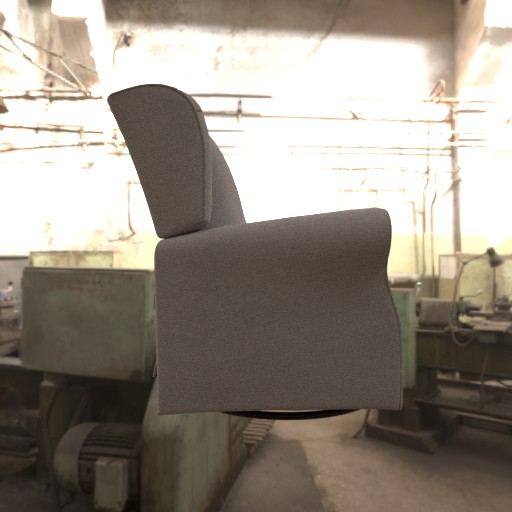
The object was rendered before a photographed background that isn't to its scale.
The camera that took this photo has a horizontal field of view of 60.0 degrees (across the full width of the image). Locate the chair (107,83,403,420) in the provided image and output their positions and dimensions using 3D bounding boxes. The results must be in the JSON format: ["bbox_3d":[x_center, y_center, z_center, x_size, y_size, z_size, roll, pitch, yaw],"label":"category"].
[{"bbox_3d":[0.000,0.000,1.618,0.854,0.966,0.906,0,-1,0],"label":"chair"}]
